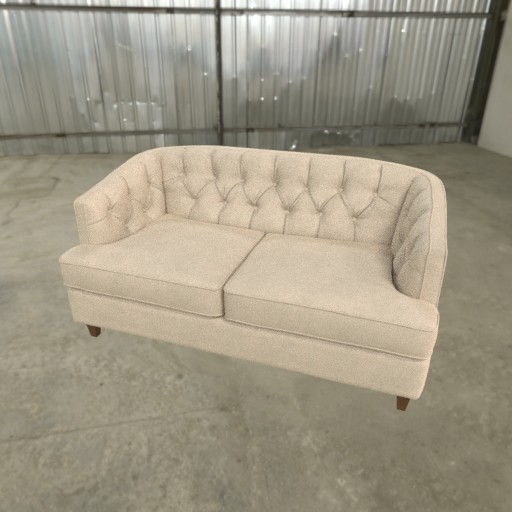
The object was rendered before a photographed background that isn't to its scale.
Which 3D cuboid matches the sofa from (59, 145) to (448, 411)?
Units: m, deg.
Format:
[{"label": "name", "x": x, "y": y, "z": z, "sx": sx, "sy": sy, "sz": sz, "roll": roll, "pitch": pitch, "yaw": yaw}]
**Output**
[{"label": "sofa", "x": 0.000, "y": 0.000, "z": 2.260, "sx": 1.731, "sy": 0.878, "sz": 0.940, "roll": 9, "pitch": 28, "yaw": 17}]
